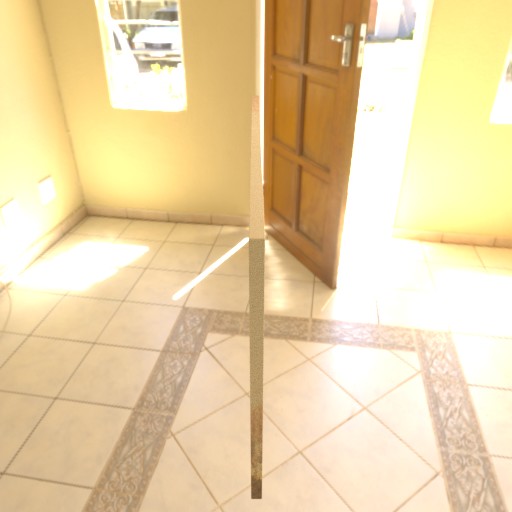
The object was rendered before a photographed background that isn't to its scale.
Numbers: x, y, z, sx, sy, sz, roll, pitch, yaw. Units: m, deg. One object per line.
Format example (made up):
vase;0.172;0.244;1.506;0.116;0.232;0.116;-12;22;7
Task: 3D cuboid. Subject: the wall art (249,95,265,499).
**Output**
wall art;0.000;0.000;1.897;0.038;1.012;1.525;0;31;0
